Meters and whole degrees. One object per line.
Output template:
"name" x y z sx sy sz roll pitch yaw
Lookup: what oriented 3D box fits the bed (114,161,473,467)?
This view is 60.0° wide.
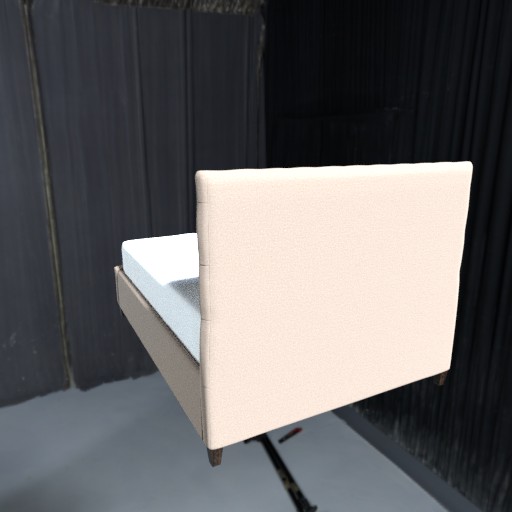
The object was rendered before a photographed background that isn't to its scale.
"bed" 0.000 0.000 3.282 1.696 1.426 2.233 -8 17 -27
